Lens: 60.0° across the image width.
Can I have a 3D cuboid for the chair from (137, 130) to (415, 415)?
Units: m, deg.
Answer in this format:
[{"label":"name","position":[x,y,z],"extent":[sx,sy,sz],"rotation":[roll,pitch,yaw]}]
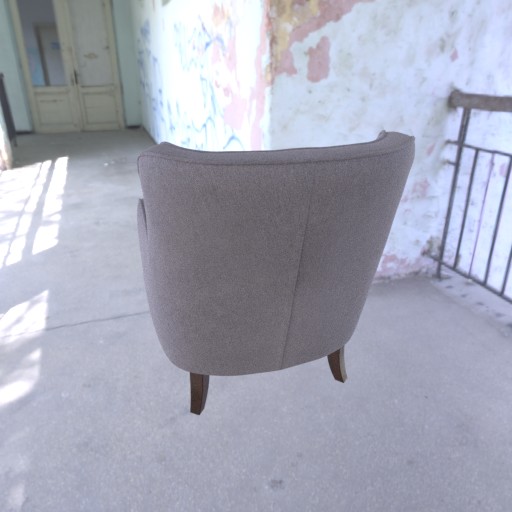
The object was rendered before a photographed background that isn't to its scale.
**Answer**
[{"label":"chair","position":[0.000,0.000,1.582],"extent":[0.781,0.919,0.910],"rotation":[-7,26,-16]}]
